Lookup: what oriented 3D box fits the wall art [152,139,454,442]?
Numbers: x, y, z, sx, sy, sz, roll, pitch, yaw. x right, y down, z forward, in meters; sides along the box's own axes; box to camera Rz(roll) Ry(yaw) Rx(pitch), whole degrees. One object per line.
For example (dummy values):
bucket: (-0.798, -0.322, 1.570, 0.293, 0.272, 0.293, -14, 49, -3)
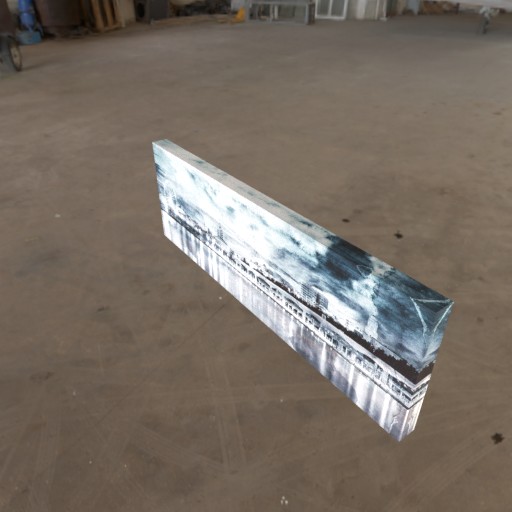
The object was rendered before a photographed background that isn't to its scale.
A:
wall art: (0.000, 0.000, 0.855, 0.037, 0.251, 0.759, -22, 39, -30)
